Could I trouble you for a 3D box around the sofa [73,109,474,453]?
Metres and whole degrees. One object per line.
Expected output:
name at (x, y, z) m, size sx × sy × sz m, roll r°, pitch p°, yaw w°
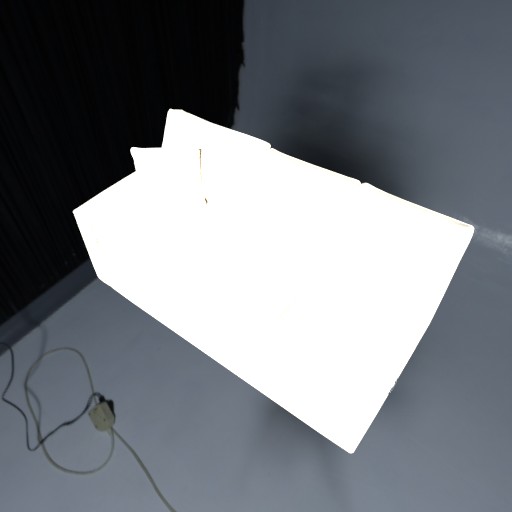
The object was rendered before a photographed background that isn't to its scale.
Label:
sofa at (0.000, 0.000, 2.556) m, size 1.962 × 0.946 × 1.034 m, roll 28°, pitch 52°, yaw 25°
